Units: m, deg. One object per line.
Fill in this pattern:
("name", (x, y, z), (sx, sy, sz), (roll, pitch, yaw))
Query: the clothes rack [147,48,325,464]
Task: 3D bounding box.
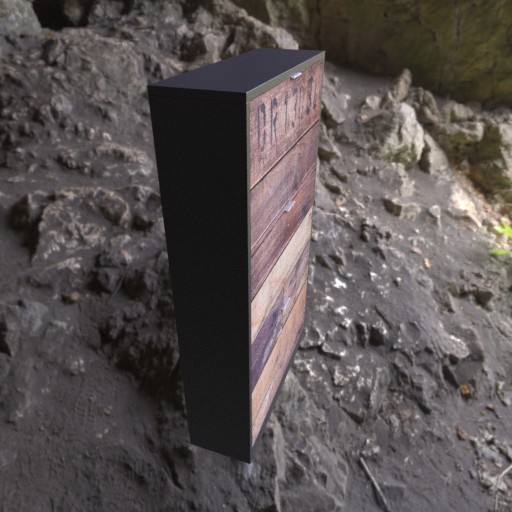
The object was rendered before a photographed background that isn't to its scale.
("clothes rack", (0.000, 0.000, 1.598), (0.250, 1.280, 0.750), (11, 33, 17))
